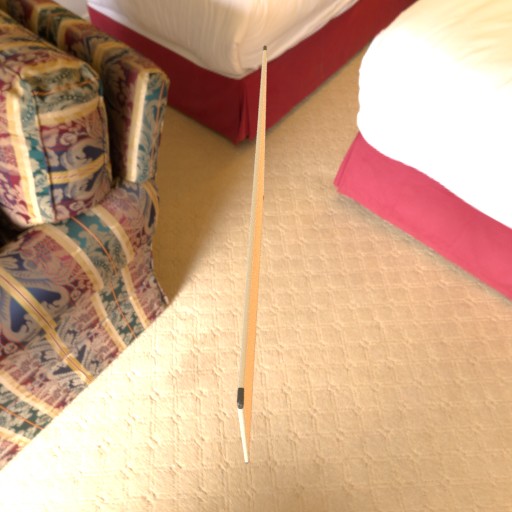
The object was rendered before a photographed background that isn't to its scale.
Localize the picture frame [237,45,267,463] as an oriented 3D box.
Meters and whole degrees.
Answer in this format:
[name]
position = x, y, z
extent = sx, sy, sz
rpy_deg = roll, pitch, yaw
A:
[picture frame]
position = 0.000, 0.000, 1.140
extent = 0.010, 0.600, 0.900
rpy_deg = 3, 57, 2
